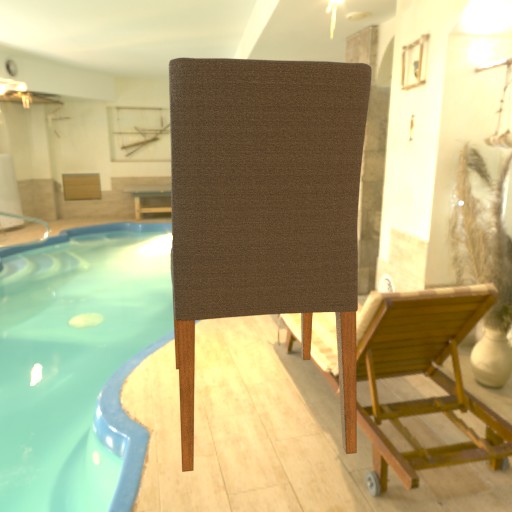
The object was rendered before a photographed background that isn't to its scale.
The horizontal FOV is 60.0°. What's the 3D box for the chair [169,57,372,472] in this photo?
[{"bbox_3d":[0.000,0.000,1.252,0.496,0.940,0.585,-2,14,-9],"label":"chair"}]
